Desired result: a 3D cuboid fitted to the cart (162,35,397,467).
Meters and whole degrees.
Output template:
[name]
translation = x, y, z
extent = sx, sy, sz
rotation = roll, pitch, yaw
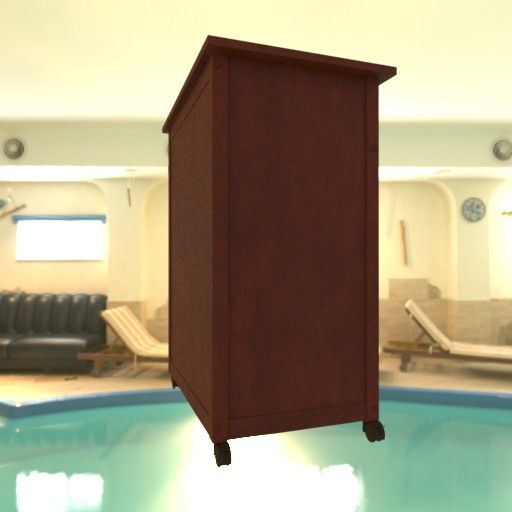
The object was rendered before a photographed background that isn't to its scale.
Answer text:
[cart]
translation = 0.000, 0.000, 1.261
extent = 0.442, 0.864, 0.683
rotation = 0, 0, -20
